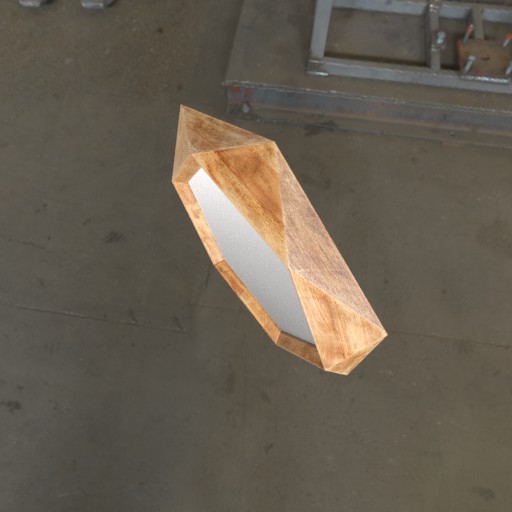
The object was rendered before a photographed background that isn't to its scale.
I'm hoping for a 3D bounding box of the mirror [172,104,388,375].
[{"bbox_3d":[0.000,0.000,1.068,0.091,0.779,0.675,-34,69,-15],"label":"mirror"}]
